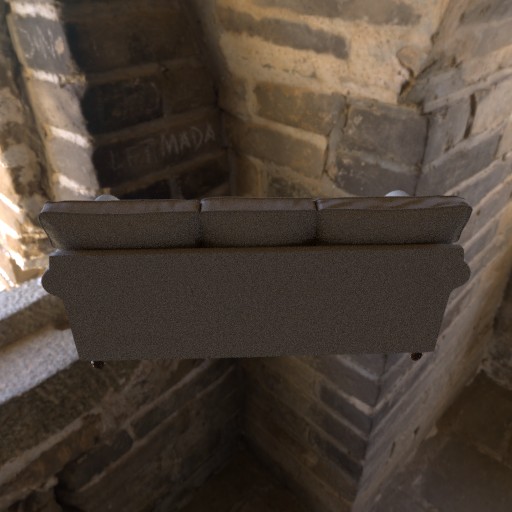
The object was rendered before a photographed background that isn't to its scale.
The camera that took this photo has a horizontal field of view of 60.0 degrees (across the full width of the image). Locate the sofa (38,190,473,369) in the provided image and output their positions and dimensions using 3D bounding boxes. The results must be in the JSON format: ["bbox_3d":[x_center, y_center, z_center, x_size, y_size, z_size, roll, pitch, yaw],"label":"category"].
[{"bbox_3d":[0.000,0.000,2.574,2.084,0.961,0.916,-1,30,-2],"label":"sofa"}]
